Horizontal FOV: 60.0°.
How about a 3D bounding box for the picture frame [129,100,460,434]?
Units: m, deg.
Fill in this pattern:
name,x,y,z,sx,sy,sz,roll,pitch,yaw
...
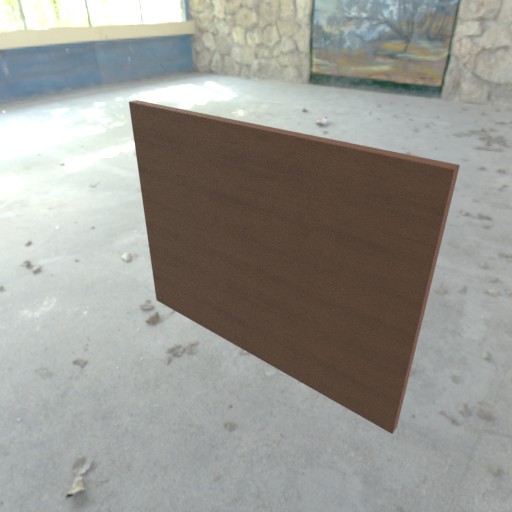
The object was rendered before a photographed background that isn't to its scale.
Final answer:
name,x,y,z,sx,sy,sz,roll,pitch,yaw
picture frame,0.000,0.000,1.754,1.329,1.018,0.045,22,37,33
